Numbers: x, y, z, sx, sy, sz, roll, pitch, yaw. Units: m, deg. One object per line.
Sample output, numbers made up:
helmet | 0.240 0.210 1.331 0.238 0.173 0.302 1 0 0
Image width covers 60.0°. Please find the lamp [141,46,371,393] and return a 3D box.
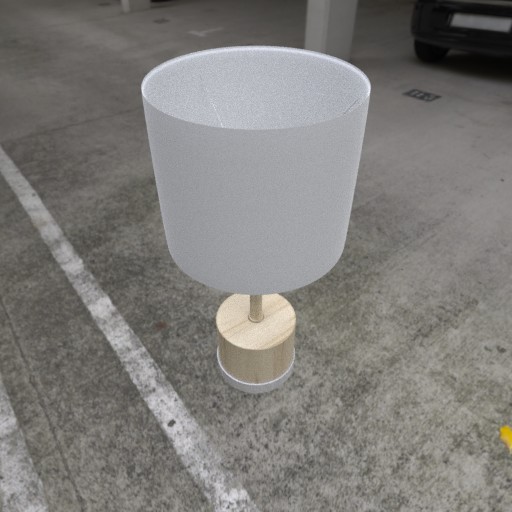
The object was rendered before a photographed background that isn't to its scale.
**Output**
lamp | 0.000 0.000 0.600 0.229 0.470 0.229 -26 47 -27
